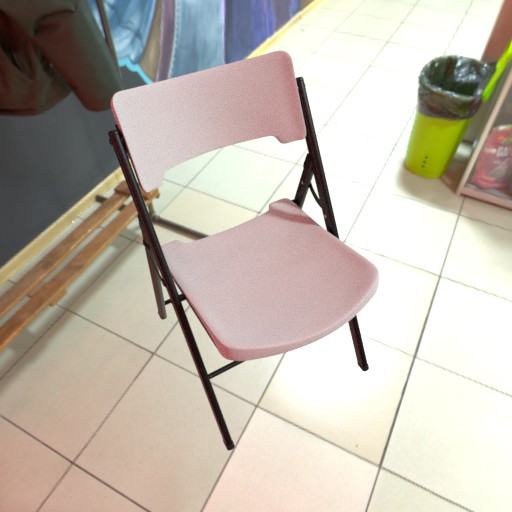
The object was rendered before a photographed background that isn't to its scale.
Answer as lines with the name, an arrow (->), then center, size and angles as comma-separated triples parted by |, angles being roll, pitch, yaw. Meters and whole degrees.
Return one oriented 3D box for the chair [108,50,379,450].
chair -> 0.000, 0.000, 1.112 | 0.482, 0.765, 0.577 | -23, 52, -19
